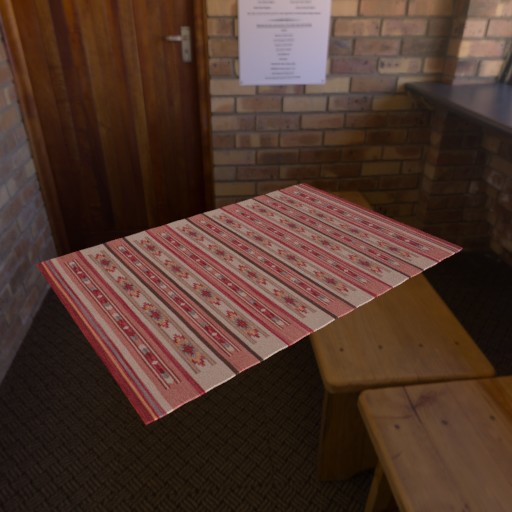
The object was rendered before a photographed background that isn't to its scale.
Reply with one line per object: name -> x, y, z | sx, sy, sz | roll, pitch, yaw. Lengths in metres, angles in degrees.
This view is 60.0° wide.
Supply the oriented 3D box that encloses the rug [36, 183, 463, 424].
rug -> 0.000, 0.000, 2.265 | 1.817, 0.008, 1.223 | -21, 36, -32
